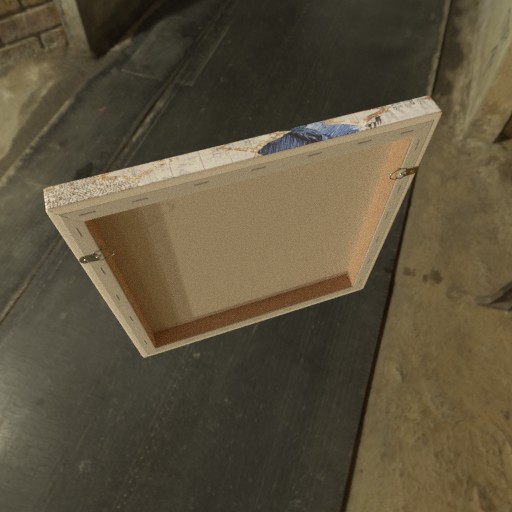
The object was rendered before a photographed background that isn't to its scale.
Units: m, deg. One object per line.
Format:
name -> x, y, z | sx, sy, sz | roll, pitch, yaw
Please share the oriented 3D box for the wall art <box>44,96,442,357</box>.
wall art -> 0.000, 0.000, 0.759 | 0.507, 0.508, 0.038 | -16, 60, -10
